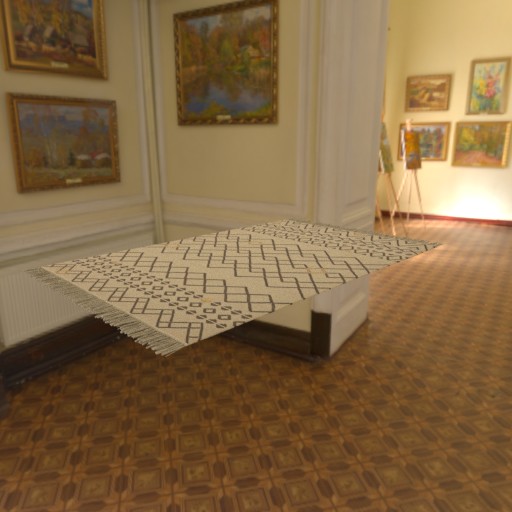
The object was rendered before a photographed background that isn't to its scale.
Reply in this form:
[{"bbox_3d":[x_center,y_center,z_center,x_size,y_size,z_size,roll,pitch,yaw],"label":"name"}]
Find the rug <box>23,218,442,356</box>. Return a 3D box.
[{"bbox_3d":[0.000,0.000,2.964,2.472,0.035,1.495,-15,21,-43],"label":"rug"}]
